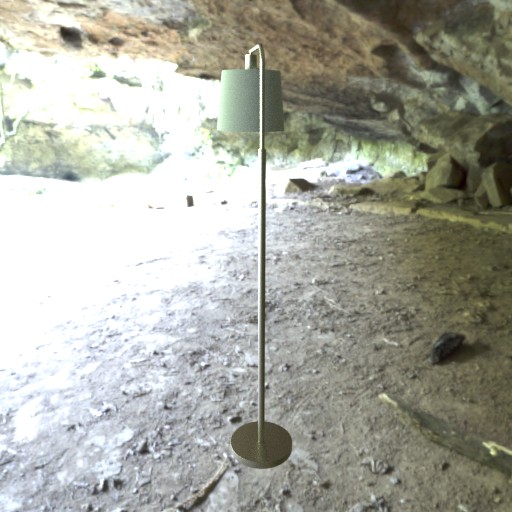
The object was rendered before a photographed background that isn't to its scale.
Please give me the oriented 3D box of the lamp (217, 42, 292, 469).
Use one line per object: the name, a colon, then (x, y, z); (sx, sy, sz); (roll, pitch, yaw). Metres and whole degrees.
lamp: (0.000, 0.000, 1.674); (0.254, 1.478, 0.508); (-2, 15, -9)
